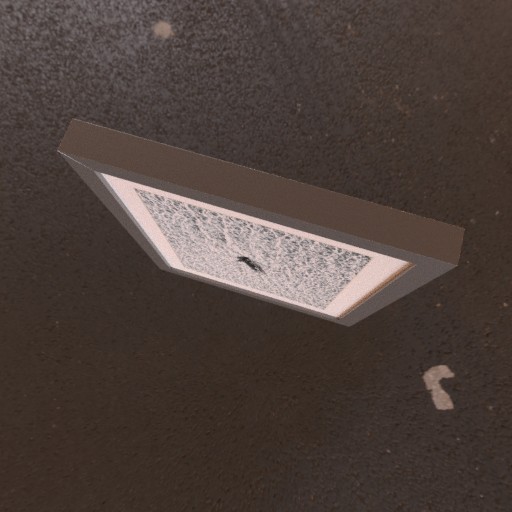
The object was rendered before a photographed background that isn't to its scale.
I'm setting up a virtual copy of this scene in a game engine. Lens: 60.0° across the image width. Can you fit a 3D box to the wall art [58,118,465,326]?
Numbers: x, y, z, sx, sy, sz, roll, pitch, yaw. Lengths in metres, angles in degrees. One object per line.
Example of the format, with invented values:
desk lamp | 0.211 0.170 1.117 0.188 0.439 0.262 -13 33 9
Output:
wall art | 0.000 0.000 0.512 0.308 0.379 0.030 17 75 5
